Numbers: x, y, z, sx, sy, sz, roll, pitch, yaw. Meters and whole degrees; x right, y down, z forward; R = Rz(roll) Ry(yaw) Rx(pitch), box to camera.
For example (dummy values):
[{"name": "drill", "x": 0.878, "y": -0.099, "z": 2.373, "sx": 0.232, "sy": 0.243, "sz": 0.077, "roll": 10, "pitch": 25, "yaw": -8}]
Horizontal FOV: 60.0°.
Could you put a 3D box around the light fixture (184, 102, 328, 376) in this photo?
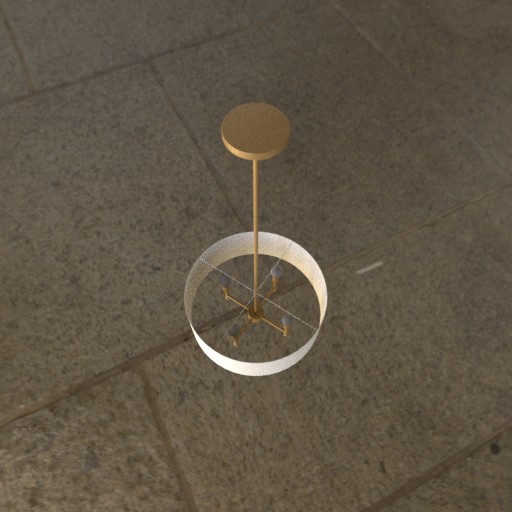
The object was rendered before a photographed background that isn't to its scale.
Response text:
[{"name": "light fixture", "x": 0.000, "y": 0.000, "z": 1.337, "sx": 0.508, "sy": 1.067, "sz": 0.508, "roll": 0, "pitch": 62, "yaw": 0}]
